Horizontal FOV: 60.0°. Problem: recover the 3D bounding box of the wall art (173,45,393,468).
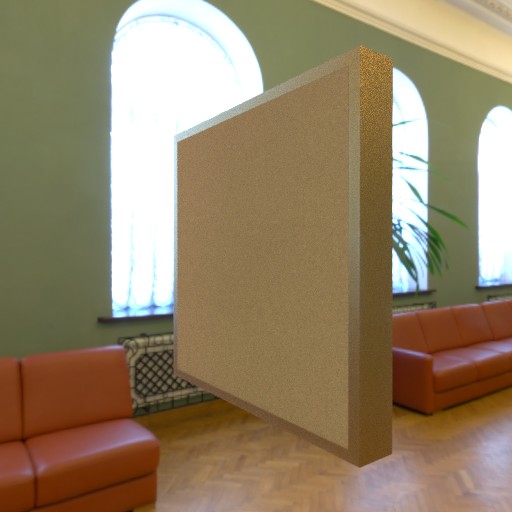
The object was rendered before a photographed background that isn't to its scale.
[{"bbox_3d":[0.000,0.000,0.454,0.038,0.305,0.306,0,1,-36],"label":"wall art"}]
